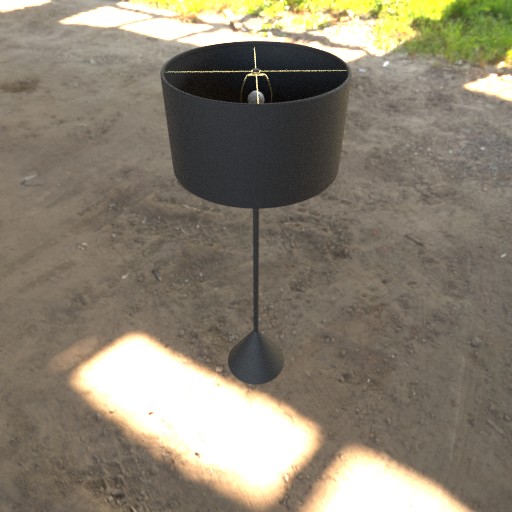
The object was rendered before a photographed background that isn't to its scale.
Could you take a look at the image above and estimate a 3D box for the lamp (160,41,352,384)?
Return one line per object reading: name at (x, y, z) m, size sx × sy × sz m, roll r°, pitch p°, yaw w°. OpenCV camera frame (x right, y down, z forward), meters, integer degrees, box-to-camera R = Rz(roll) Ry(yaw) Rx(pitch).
lamp at (0.000, 0.000, 1.856) m, size 0.580 × 1.526 × 0.580 m, roll -1°, pitch 41°, yaw -1°
